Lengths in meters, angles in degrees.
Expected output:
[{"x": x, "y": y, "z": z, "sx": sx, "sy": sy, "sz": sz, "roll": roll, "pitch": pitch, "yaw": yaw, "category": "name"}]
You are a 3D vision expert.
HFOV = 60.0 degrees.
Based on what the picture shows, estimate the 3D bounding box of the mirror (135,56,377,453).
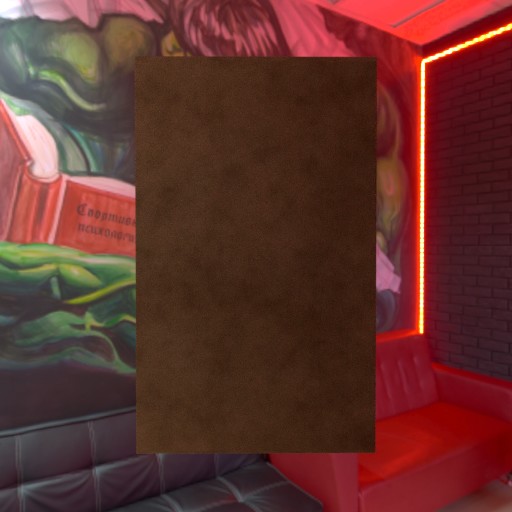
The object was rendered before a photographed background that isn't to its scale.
[{"x": 0.000, "y": 0.000, "z": 0.896, "sx": 0.468, "sy": 0.768, "sz": 0.082, "roll": 0, "pitch": 1, "yaw": 0, "category": "mirror"}]
